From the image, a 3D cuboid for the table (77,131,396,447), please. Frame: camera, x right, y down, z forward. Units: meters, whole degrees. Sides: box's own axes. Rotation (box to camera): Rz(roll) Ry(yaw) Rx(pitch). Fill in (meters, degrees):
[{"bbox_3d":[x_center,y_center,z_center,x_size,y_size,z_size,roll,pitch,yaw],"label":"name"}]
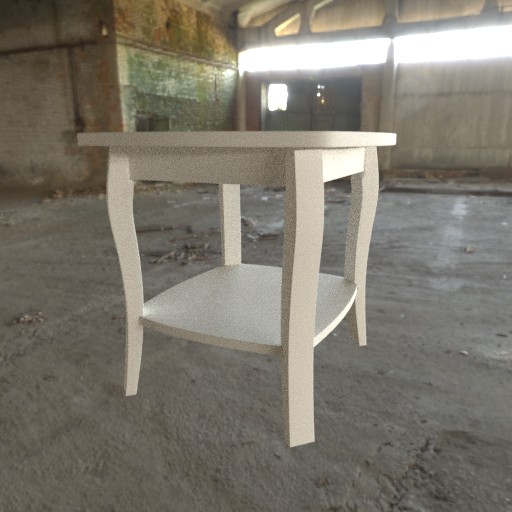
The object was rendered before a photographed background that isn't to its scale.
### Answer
[{"bbox_3d":[0.000,0.000,0.822,0.451,0.438,0.502,7,16,25],"label":"table"}]
